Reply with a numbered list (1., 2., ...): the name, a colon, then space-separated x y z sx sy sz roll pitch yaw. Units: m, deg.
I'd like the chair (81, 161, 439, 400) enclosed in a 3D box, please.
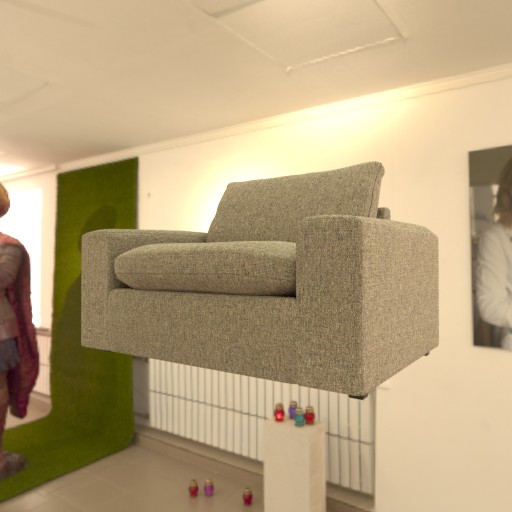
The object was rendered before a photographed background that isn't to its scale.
1. chair: 0.000 0.000 2.077 1.398 0.915 1.039 0 -1 35
